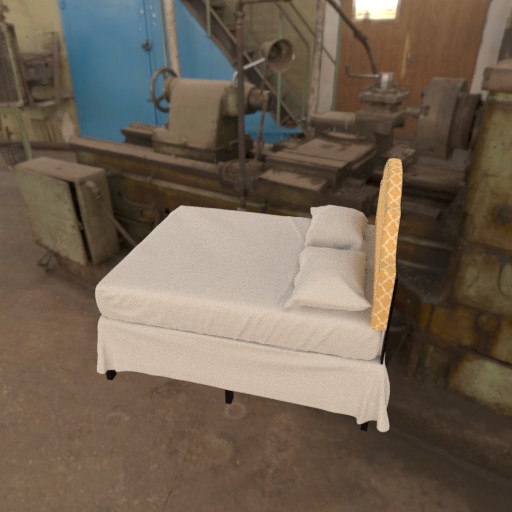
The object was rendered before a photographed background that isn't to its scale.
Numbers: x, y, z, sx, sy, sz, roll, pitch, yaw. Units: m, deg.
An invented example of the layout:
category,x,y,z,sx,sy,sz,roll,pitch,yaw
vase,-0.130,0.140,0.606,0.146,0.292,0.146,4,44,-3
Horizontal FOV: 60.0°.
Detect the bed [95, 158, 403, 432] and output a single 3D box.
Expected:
category,x,y,z,sx,sy,sz,roll,pitch,yaw
bed,0.000,0.000,3.487,2.222,1.633,1.780,7,30,12
